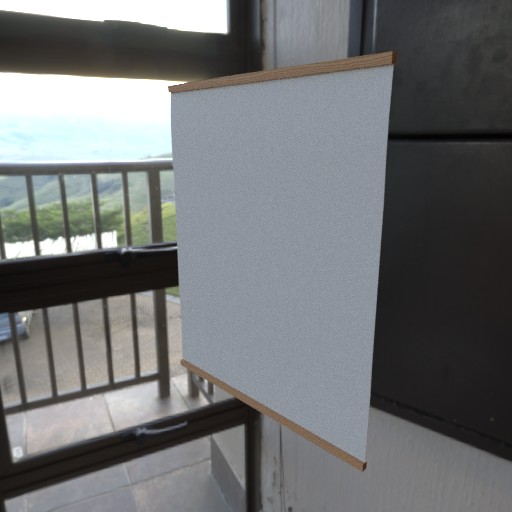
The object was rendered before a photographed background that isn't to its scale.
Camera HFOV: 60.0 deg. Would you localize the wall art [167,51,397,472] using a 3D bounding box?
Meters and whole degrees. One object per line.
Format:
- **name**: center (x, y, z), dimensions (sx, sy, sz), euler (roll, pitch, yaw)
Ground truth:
- **wall art**: center (0.000, 0.000, 0.657), dimensions (0.010, 0.507, 0.404), euler (-14, 20, -43)
